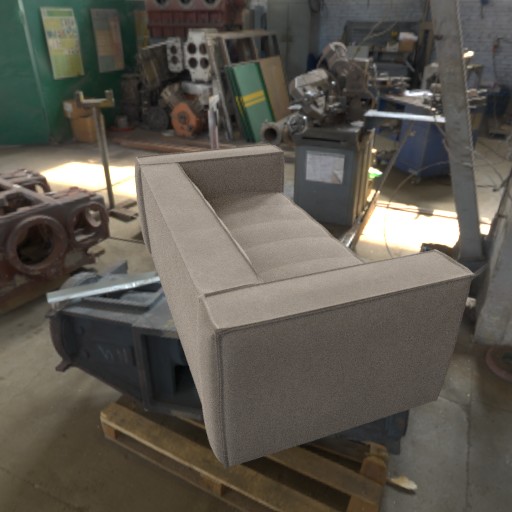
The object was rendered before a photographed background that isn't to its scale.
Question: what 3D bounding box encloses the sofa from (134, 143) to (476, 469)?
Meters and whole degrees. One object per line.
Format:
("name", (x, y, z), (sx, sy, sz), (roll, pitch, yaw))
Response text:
("sofa", (0.000, 0.000, 2.408), (1.038, 0.680, 1.995), (-10, 30, -18))
